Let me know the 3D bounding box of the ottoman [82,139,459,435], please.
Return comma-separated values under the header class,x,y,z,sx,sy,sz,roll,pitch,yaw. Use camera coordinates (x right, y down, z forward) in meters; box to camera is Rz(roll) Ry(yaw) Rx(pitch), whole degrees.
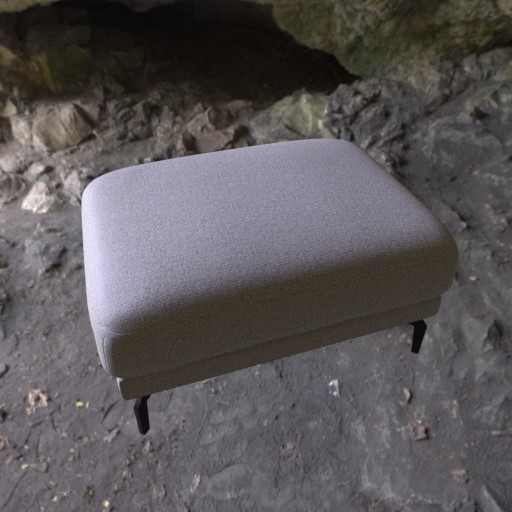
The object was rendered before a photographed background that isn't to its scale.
class,x,y,z,sx,sy,sz,roll,pitch,yaw
ottoman,0.000,0.000,1.101,0.772,0.420,0.568,-12,42,-14
